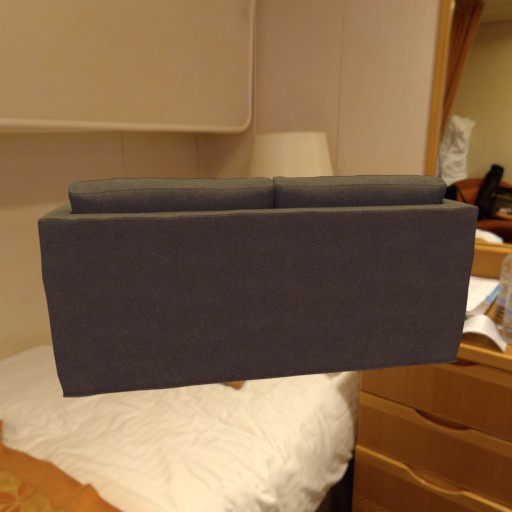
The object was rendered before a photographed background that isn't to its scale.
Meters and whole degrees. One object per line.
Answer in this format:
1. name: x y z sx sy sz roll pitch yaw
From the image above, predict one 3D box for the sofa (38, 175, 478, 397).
1. sofa: 0.000 0.000 2.259 1.802 0.854 0.974 -3 15 -10
